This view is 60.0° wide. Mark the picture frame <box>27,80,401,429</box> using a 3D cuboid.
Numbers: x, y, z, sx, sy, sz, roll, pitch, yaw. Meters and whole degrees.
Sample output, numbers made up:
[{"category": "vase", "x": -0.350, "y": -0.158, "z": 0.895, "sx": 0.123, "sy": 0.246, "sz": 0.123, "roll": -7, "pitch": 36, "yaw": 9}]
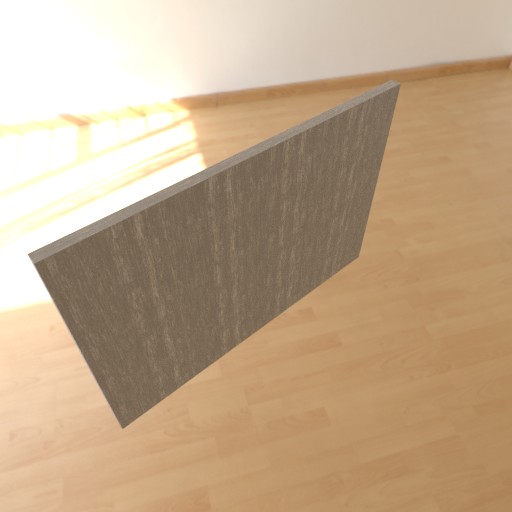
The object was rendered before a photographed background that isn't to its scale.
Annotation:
[{"category": "picture frame", "x": 0.000, "y": 0.000, "z": 1.152, "sx": 0.950, "sy": 0.640, "sz": 0.029, "roll": -32, "pitch": 54, "yaw": -27}]
